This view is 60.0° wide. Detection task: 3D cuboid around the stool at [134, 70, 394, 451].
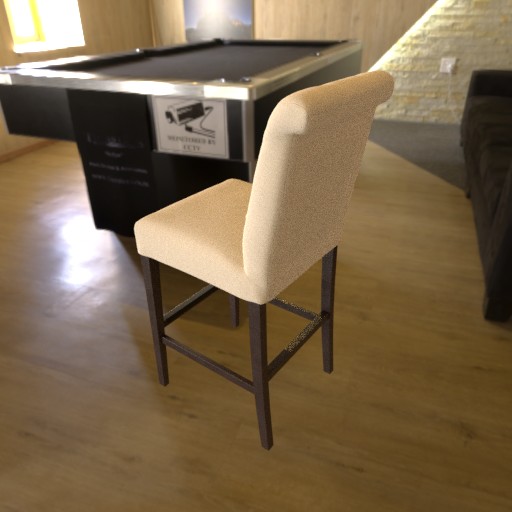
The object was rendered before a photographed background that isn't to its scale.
[{"bbox_3d":[0.000,0.000,1.435,0.610,1.118,0.482,20,35,31],"label":"stool"}]
